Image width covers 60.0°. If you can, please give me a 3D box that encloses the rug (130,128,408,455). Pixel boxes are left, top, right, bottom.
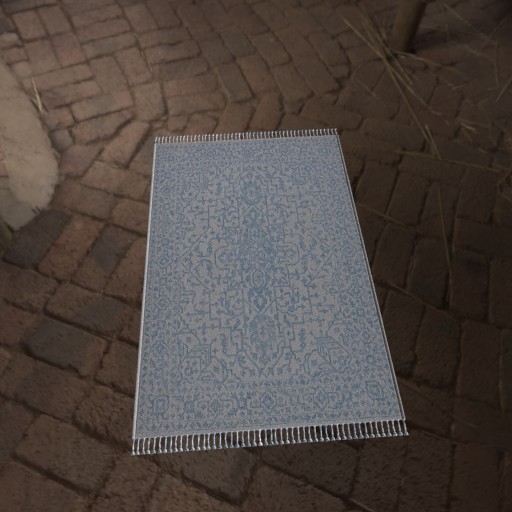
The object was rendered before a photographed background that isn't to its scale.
[{"bbox_3d":[0.000,0.000,3.064,1.524,0.010,2.438,-3,58,-2],"label":"rug"}]
